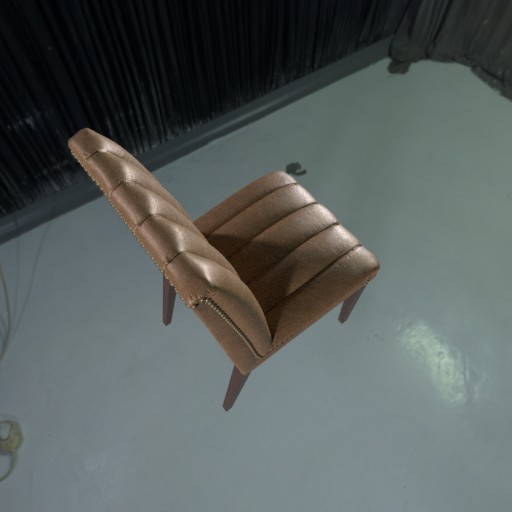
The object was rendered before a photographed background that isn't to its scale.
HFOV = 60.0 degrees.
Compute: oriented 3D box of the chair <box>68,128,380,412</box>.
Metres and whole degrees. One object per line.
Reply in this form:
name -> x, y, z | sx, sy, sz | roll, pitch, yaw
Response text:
chair -> 0.000, 0.000, 1.353 | 0.647, 1.016, 0.511 | -34, 65, -18
